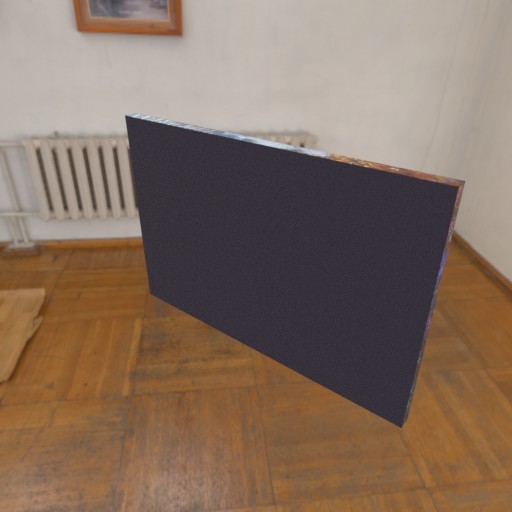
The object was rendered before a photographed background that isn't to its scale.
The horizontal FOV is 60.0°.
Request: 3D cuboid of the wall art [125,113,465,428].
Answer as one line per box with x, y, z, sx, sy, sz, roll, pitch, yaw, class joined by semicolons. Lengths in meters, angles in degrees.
0.000;0.000;1.159;0.908;0.604;0.037;21;36;33;wall art
